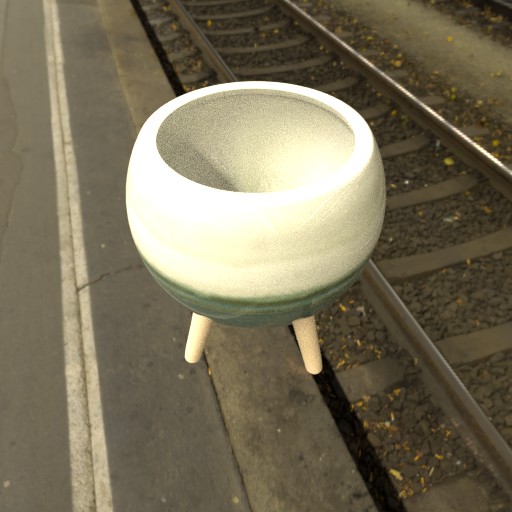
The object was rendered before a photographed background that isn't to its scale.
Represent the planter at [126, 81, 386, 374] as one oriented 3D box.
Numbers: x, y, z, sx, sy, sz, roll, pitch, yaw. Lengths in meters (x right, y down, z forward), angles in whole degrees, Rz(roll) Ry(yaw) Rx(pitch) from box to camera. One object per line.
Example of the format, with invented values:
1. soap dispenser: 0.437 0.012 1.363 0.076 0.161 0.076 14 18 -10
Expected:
1. planter: 0.000 0.000 0.444 0.222 0.278 0.222 0 46 0
